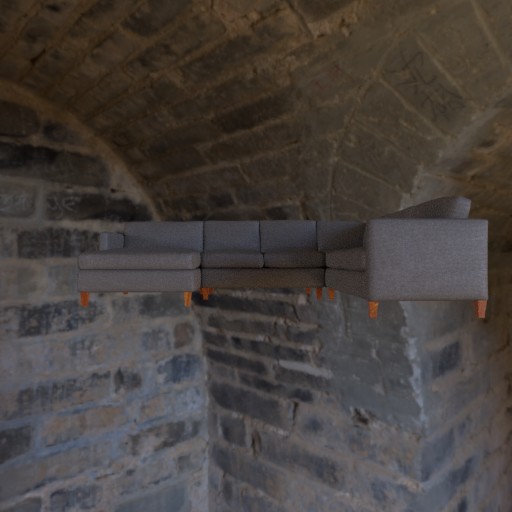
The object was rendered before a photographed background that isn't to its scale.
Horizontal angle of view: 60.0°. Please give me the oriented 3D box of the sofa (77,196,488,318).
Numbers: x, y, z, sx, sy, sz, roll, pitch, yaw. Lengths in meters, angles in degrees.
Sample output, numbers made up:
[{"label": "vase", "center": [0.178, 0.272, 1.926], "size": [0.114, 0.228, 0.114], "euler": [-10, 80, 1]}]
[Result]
[{"label": "sofa", "center": [0.000, 0.000, 4.541], "size": [3.460, 0.961, 2.594], "euler": [0, -1, -2]}]
